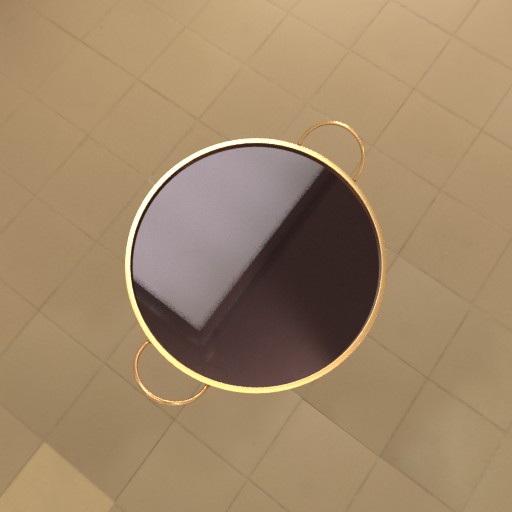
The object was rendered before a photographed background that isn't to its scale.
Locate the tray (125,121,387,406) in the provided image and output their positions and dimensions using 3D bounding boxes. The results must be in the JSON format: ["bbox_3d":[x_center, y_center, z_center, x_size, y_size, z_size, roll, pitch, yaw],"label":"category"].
[{"bbox_3d":[0.000,0.000,0.736,0.438,0.069,0.543,35,79,8],"label":"tray"}]
